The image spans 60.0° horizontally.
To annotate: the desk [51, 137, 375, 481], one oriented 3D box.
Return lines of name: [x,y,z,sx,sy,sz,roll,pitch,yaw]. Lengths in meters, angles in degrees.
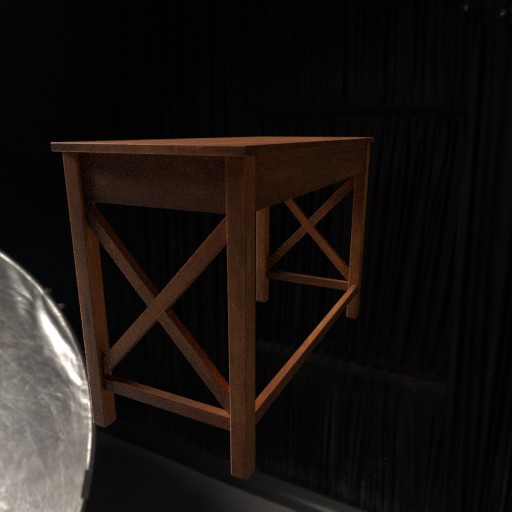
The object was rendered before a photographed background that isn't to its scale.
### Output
desk: [0.000,0.000,1.497,0.508,0.762,1.117,8,17,25]
